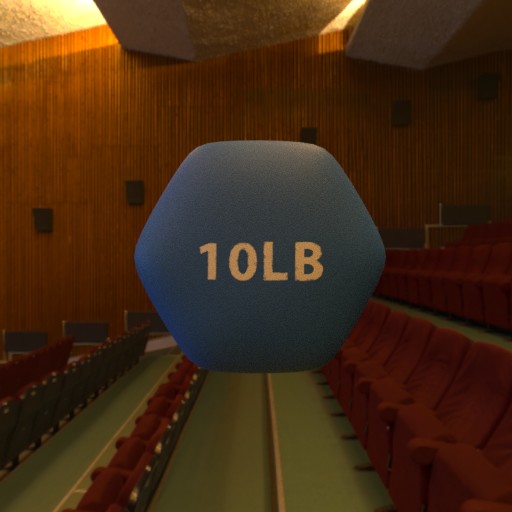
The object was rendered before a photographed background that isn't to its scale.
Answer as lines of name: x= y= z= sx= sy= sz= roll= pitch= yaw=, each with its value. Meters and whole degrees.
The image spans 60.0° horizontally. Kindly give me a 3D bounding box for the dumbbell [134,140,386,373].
dumbbell: x=0.000 y=0.000 z=0.267 sx=0.103 sy=0.093 sz=0.212 roll=0 pitch=0 yaw=-1
